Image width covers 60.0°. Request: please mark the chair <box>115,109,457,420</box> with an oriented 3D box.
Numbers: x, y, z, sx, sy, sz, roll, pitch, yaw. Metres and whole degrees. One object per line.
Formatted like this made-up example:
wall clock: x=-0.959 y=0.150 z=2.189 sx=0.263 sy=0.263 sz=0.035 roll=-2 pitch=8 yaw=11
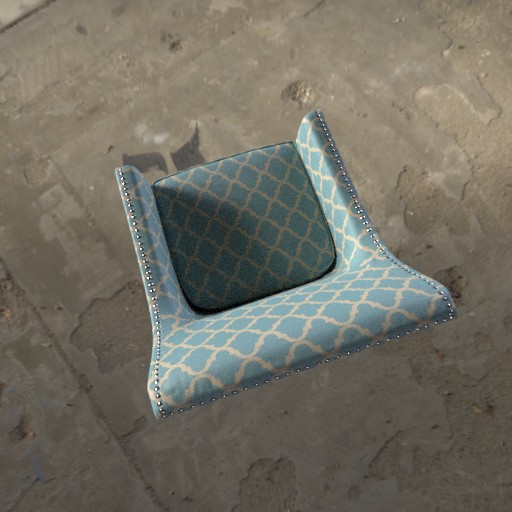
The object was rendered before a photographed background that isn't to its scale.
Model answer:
chair: x=0.000 y=0.000 z=1.287 sx=0.617 sy=0.817 sz=0.686 roll=-18 pitch=75 yaw=-5
